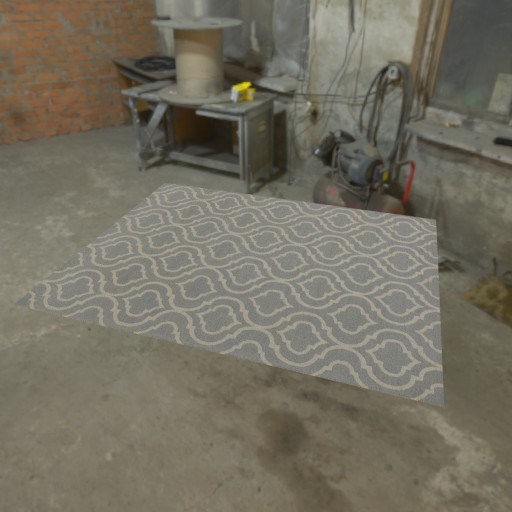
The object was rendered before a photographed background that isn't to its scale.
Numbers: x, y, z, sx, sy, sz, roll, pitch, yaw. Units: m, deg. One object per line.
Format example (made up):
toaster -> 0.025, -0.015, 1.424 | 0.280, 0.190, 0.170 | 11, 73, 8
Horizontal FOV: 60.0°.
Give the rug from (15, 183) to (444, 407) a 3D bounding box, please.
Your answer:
rug -> 0.000, 0.000, 3.710 | 2.892, 0.006, 2.283 | 10, 34, 15
